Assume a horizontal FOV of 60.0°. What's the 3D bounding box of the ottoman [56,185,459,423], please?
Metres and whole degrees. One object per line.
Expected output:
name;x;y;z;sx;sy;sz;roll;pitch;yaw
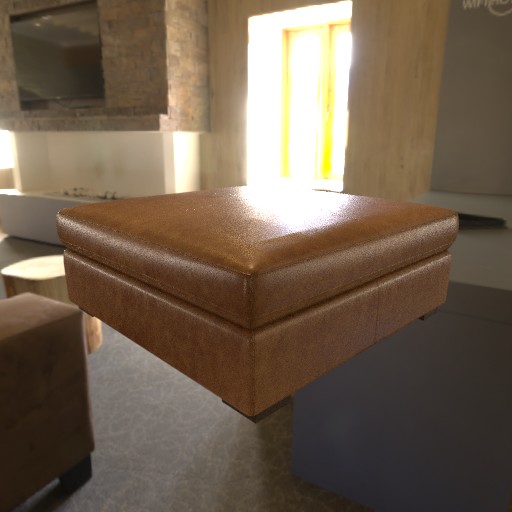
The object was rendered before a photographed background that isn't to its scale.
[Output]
ottoman;0.000;0.000;1.832;1.168;0.483;1.169;-15;21;-42
